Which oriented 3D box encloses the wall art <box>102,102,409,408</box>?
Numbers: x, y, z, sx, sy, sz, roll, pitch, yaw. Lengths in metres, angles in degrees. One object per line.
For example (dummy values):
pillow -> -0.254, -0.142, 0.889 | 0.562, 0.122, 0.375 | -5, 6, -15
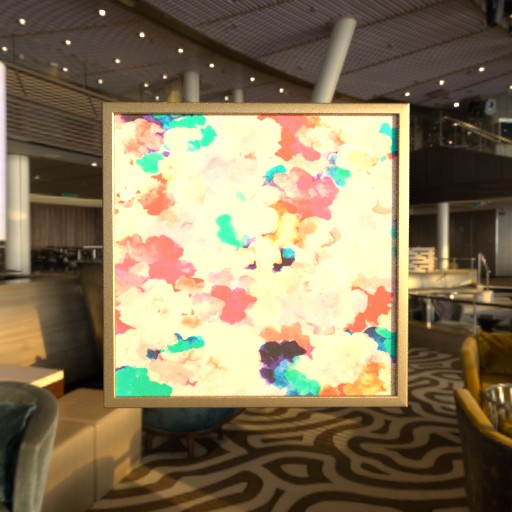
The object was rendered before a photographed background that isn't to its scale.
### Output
wall art -> 0.000, 0.000, 1.129 | 0.767, 0.765, 0.036 | 0, 1, -1
